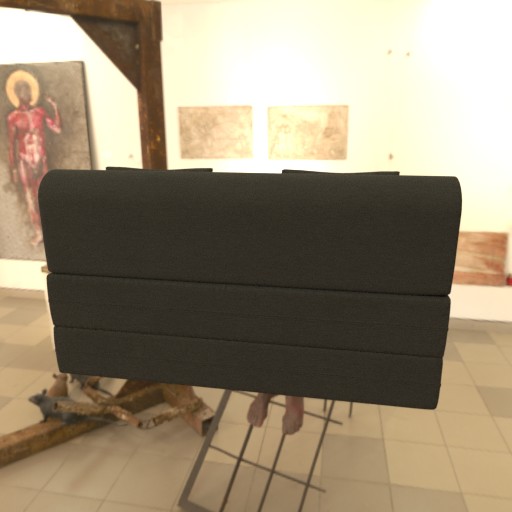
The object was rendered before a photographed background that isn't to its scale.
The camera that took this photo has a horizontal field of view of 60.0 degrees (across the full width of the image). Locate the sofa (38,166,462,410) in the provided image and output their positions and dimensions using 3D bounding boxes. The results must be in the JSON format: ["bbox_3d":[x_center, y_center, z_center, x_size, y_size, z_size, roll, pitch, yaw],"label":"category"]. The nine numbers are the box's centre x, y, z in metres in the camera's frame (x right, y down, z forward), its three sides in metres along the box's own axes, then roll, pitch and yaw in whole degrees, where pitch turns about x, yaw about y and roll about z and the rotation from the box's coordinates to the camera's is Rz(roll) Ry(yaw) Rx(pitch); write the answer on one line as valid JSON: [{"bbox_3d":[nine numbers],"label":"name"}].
[{"bbox_3d":[0.000,0.000,1.659,1.225,0.670,0.762,3,17,10],"label":"sofa"}]
